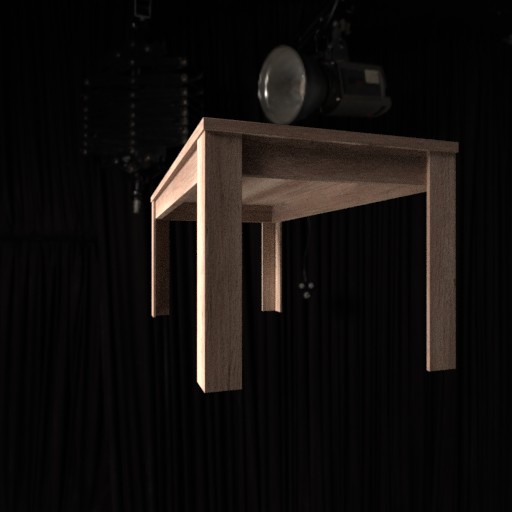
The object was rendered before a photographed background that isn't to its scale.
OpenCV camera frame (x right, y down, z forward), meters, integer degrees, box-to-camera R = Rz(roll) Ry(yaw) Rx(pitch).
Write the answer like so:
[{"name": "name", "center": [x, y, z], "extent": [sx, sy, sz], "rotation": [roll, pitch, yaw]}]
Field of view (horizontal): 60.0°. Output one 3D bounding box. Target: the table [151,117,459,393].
[{"name": "table", "center": [0.000, 0.000, 2.260], "extent": [0.900, 0.790, 1.800], "rotation": [0, 0, -18]}]
